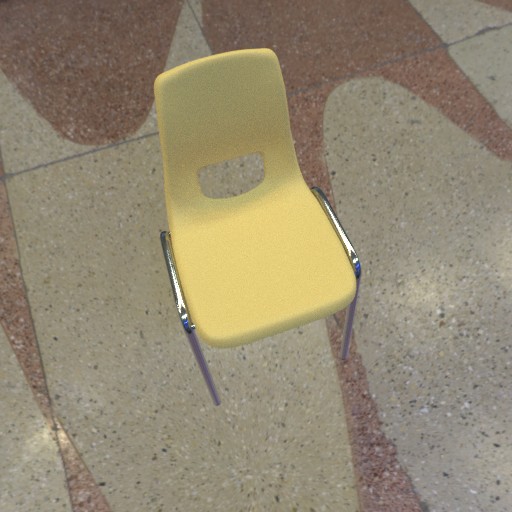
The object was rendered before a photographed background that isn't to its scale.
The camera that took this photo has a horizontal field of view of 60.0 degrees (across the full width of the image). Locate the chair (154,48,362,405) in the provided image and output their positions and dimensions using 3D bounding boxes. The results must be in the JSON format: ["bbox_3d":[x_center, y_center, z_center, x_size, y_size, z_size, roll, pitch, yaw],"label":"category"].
[{"bbox_3d":[0.000,0.000,0.962,0.381,0.704,0.436,-17,65,-8],"label":"chair"}]
